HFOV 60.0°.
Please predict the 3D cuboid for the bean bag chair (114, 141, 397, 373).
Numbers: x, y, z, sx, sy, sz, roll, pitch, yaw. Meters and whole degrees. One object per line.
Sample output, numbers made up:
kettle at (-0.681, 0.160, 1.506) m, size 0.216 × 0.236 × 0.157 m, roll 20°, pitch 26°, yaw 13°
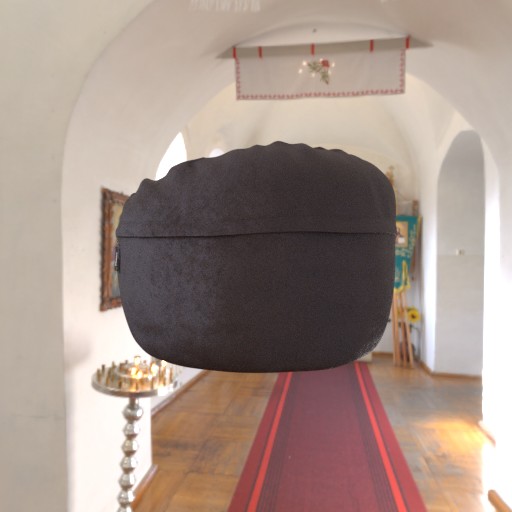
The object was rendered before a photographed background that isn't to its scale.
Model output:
bean bag chair at (0.000, 0.000, 2.042) m, size 1.245 × 0.821 × 1.245 m, roll 0°, pitch 1°, yaw 0°
